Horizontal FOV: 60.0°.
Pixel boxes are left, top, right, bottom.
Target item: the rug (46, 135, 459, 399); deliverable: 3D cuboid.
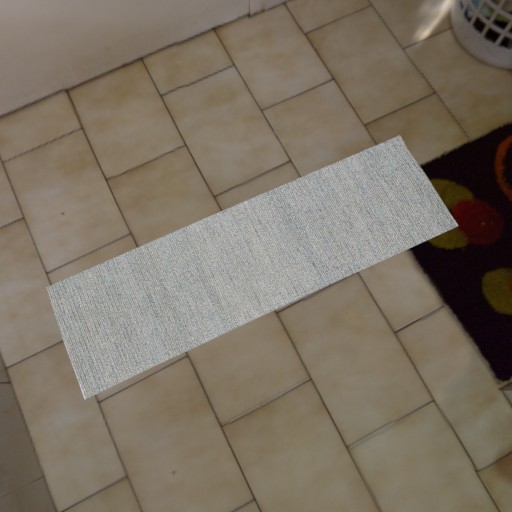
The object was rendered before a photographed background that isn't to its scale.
[{"bbox_3d":[0.000,0.000,2.579,2.341,0.037,0.675,-24,76,-7],"label":"rug"}]
